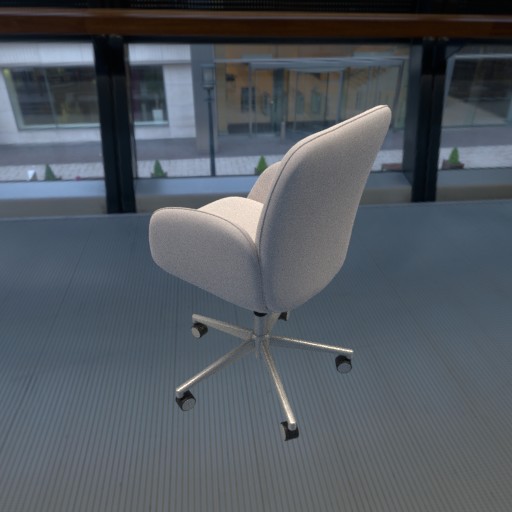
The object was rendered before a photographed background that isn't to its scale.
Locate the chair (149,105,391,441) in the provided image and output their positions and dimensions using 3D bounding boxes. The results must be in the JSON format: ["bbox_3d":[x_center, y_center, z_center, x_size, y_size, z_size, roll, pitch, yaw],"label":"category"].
[{"bbox_3d":[0.000,0.000,1.415,0.633,0.959,0.648,21,37,31],"label":"chair"}]
